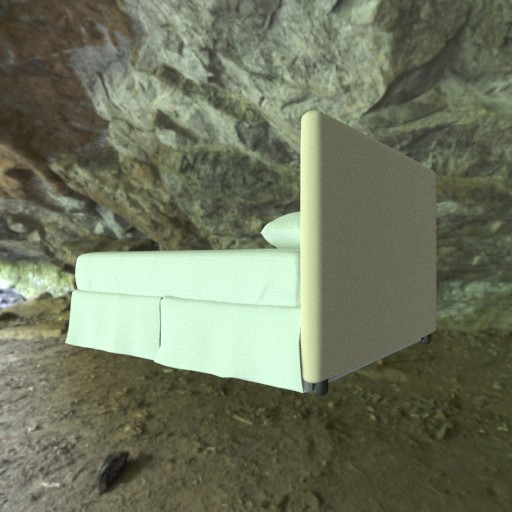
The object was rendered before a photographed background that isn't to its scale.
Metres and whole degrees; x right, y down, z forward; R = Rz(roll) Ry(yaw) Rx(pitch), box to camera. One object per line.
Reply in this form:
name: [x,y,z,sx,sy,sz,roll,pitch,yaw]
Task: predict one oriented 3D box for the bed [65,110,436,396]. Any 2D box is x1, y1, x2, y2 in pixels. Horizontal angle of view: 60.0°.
bed: [0.000,0.000,3.340,2.142,1.330,1.884,0,0,38]
